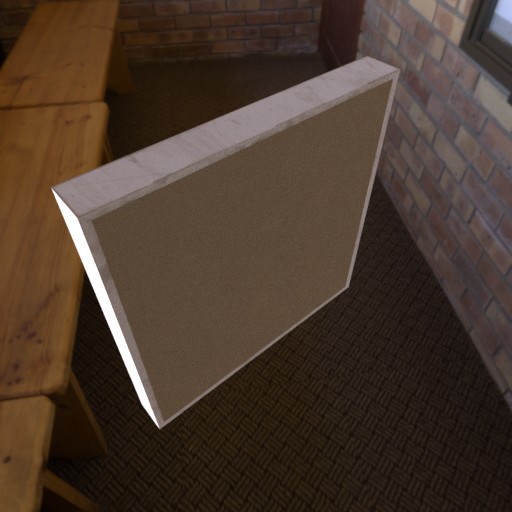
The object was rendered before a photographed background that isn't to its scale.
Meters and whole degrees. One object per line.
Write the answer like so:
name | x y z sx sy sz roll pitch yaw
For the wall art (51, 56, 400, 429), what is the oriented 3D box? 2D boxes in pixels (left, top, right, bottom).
wall art | 0.000 0.000 0.445 0.305 0.303 0.038 -32 54 -27
